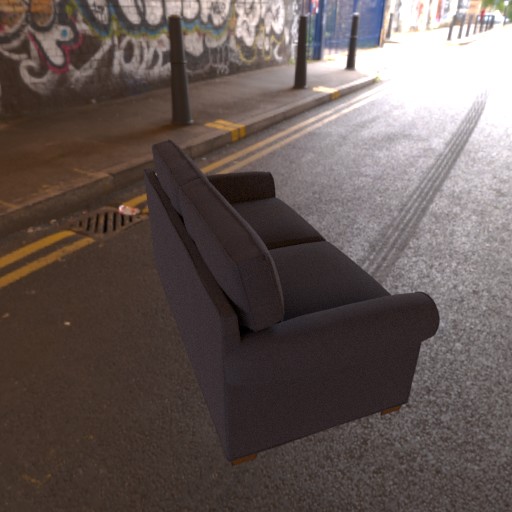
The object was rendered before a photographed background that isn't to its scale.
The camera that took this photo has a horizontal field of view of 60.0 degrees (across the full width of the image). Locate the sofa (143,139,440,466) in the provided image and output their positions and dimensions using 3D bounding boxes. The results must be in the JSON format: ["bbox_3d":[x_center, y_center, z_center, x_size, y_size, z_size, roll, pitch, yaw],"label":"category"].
[{"bbox_3d":[0.000,0.000,2.556,0.951,1.031,2.009,-11,31,-18],"label":"sofa"}]
